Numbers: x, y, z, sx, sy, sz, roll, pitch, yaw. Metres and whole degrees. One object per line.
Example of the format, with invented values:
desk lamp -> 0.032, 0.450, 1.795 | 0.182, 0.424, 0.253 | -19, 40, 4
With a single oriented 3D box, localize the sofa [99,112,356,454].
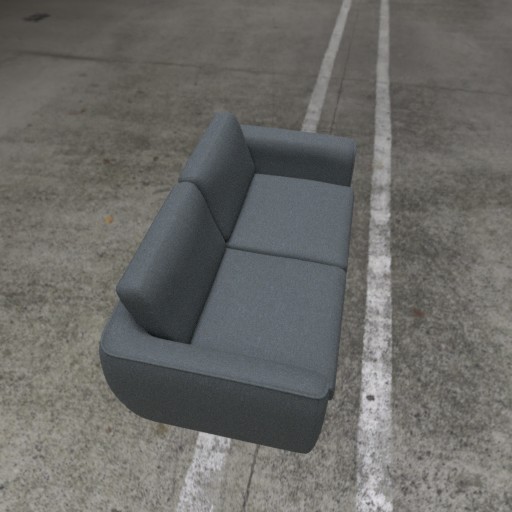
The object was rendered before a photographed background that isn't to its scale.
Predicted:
sofa -> 0.000, 0.000, 2.226 | 0.920, 0.850, 1.700 | 9, 46, 9
